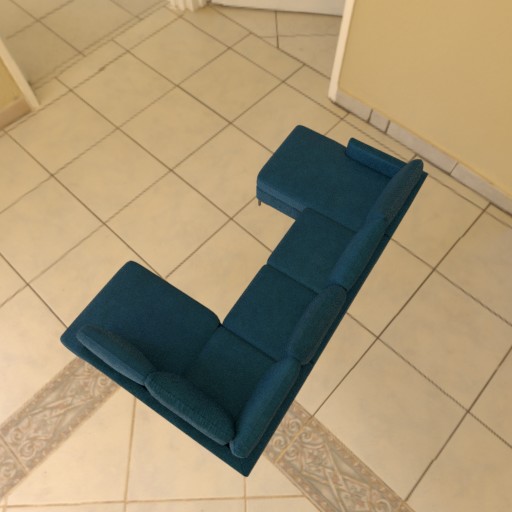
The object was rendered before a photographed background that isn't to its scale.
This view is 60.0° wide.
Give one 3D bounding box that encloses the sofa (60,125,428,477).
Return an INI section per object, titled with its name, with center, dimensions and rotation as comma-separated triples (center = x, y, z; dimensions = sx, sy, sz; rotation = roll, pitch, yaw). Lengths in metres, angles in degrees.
[sofa]
center = 0.000, 0.000, 4.409
dimensions = 2.055, 0.992, 3.434
rotation = 31, 67, 14
